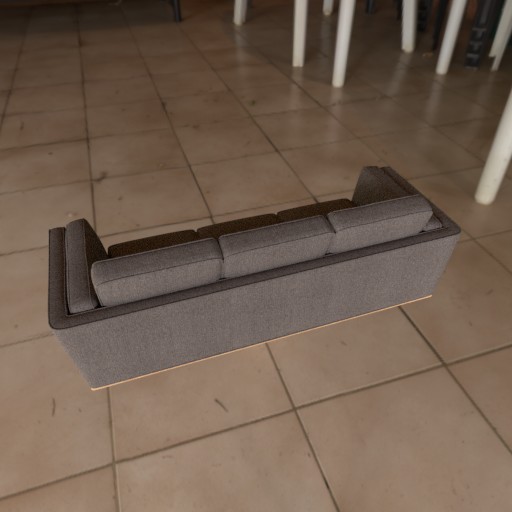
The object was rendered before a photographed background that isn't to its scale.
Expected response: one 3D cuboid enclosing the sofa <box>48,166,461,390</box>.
[{"bbox_3d":[0.000,0.000,2.809,2.362,0.899,0.903,-13,42,-15],"label":"sofa"}]
